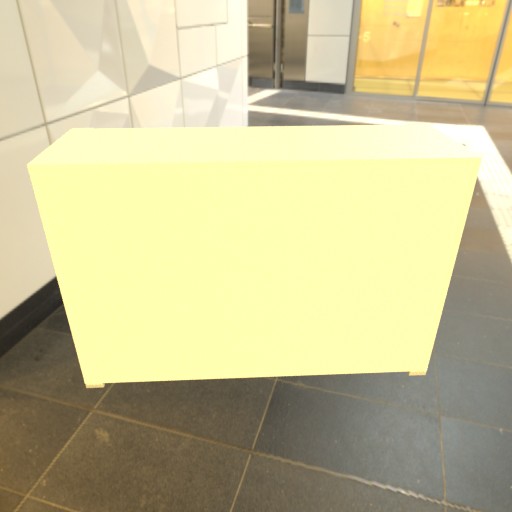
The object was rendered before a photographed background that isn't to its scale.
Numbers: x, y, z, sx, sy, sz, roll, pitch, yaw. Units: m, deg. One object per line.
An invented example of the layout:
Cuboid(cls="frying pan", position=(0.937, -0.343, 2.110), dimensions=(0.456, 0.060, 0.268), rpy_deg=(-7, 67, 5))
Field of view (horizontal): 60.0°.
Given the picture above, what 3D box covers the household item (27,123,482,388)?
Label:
Cuboid(cls="household item", position=(0.000, 0.000, 1.661), dimensions=(1.300, 0.867, 0.420), rpy_deg=(-1, 30, -3))
